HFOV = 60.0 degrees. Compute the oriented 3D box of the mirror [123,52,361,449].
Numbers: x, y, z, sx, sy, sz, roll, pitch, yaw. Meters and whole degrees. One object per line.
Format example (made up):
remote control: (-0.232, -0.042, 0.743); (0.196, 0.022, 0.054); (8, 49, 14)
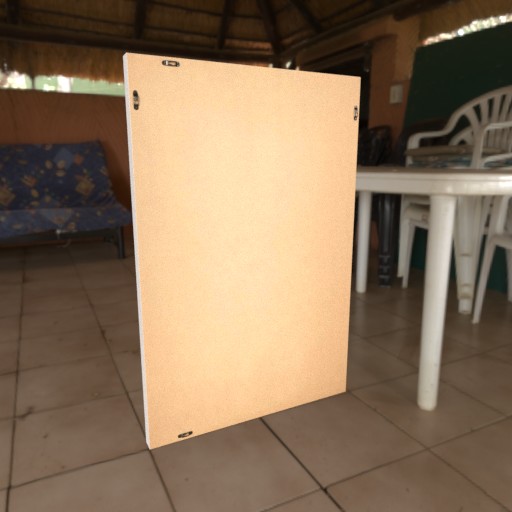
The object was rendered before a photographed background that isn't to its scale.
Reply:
mirror: (0.000, 0.000, 1.149); (0.609, 0.915, 0.040); (-6, 14, -27)
